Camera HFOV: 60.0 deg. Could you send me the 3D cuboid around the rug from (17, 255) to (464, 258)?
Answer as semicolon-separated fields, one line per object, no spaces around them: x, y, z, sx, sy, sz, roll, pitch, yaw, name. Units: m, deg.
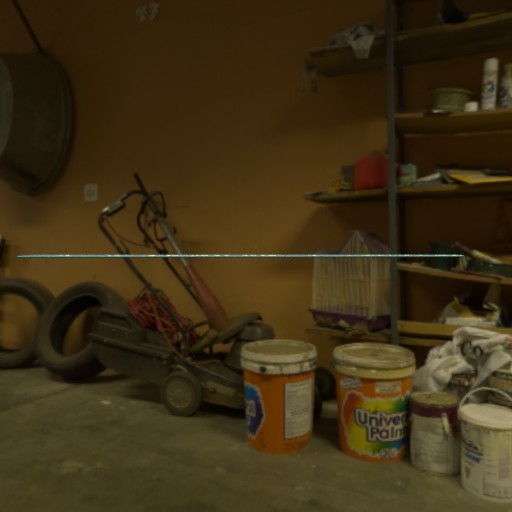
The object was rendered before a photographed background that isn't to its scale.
0.000;0.000;2.390;2.196;0.011;0.662;0;0;-19;rug
